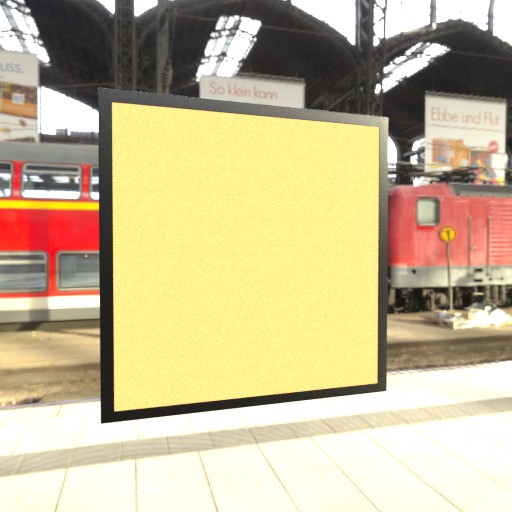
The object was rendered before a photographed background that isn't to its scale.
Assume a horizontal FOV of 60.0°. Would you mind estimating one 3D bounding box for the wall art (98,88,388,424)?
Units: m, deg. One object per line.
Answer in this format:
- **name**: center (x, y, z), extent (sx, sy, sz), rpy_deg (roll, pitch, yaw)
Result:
- **wall art**: center (0.000, 0.000, 1.133), extent (0.755, 0.761, 0.038), rpy_deg (0, 1, -18)
